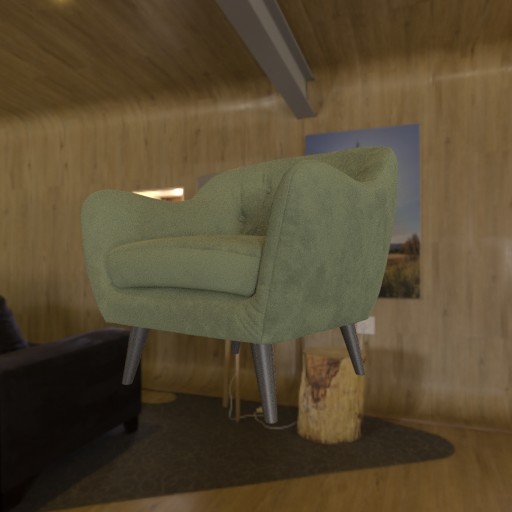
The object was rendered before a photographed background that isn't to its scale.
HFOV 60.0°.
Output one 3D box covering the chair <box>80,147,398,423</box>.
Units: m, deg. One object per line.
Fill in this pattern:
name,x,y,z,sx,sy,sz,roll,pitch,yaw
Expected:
chair,0.000,0.000,1.488,0.840,0.804,0.819,0,0,36
